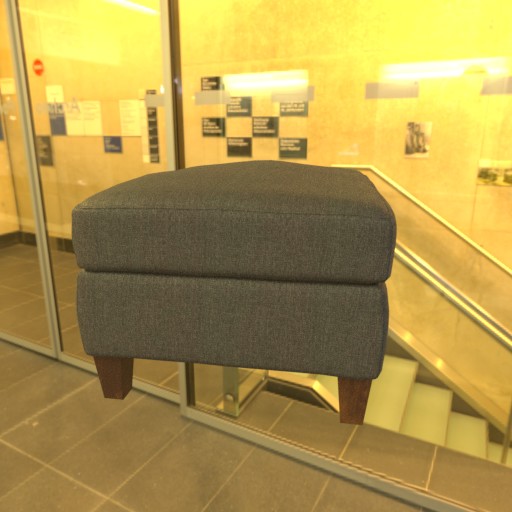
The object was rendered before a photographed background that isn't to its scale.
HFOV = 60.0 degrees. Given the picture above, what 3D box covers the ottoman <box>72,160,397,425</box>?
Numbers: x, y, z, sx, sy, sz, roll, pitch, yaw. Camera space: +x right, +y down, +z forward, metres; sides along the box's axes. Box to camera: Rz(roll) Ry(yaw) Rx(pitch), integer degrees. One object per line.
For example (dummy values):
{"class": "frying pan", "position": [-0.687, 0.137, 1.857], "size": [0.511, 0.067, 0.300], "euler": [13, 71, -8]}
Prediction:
{"class": "ottoman", "position": [0.000, 0.000, 1.227], "size": [0.639, 0.496, 0.826], "euler": [3, 16, 9]}
